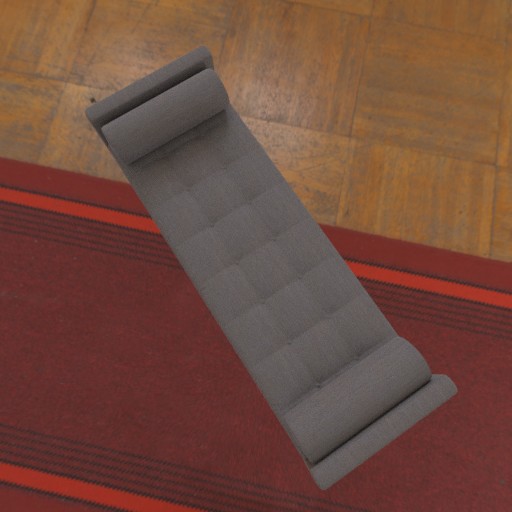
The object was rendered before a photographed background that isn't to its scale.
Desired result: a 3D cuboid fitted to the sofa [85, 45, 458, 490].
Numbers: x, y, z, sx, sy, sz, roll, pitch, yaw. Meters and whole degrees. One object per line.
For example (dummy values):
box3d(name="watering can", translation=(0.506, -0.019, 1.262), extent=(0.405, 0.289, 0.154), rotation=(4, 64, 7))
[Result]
box3d(name="sofa", translation=(0.000, 0.000, 2.239), extent=(0.686, 0.635, 1.981), rotation=(-32, 78, -8))
